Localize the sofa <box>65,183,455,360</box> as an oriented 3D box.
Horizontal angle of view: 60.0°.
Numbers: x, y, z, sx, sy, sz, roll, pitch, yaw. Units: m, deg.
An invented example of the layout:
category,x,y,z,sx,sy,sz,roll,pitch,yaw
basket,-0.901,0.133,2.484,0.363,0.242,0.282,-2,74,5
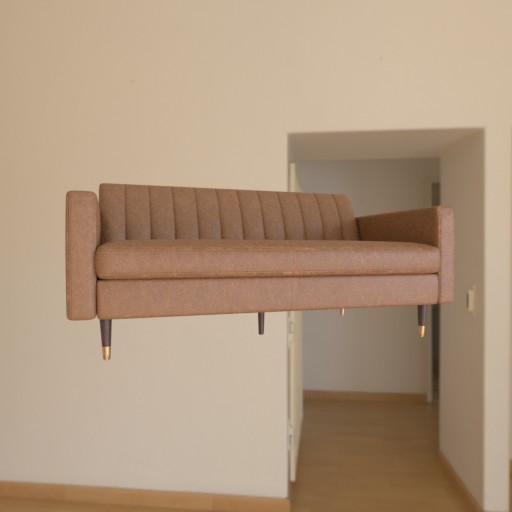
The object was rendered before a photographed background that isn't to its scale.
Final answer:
category,x,y,z,sx,sy,sz,roll,pitch,yaw
sofa,0.000,0.000,2.378,1.847,0.821,0.993,0,1,-19
